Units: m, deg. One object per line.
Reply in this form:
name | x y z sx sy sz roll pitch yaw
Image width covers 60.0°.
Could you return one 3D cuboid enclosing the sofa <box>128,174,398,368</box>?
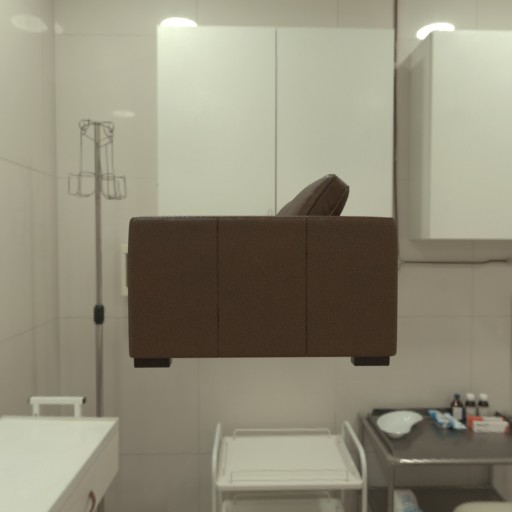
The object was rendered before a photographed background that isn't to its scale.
sofa | 0.000 0.000 2.815 1.070 0.801 2.262 0 2 -2
